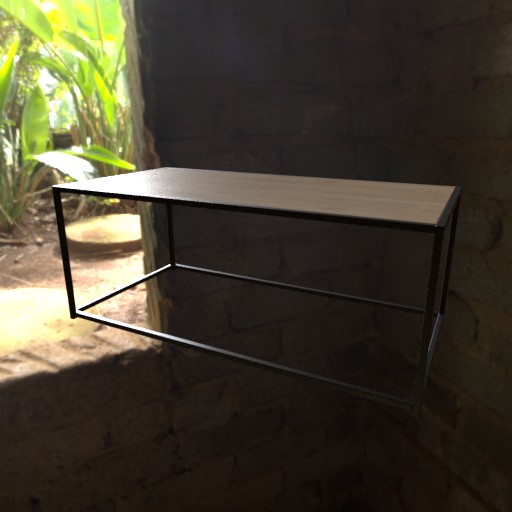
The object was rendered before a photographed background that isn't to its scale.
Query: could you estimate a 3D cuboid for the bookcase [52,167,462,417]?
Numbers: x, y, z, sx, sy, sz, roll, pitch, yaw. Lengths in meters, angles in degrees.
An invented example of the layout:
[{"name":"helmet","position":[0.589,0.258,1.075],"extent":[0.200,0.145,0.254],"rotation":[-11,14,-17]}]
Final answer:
[{"name":"bookcase","position":[0.000,0.000,1.266],"extent":[1.000,0.400,0.500],"rotation":[9,20,26]}]
